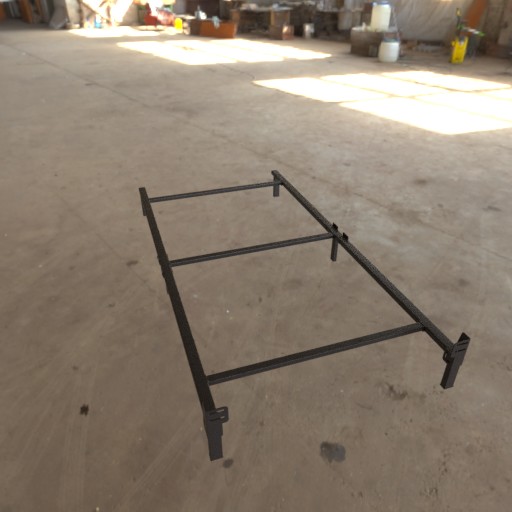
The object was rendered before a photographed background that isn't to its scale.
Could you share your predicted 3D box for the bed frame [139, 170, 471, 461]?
[{"bbox_3d":[0.000,0.000,2.261,0.968,0.248,1.897,-10,34,-16],"label":"bed frame"}]
